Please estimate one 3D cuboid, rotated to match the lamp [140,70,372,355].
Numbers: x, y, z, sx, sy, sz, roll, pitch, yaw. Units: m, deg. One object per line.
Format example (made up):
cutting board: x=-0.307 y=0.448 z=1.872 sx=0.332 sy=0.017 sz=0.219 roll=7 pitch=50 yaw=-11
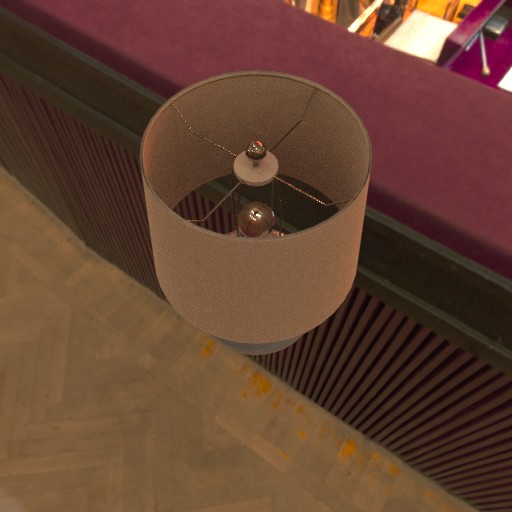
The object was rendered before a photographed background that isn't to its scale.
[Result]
lamp: x=0.000 y=0.000 z=0.559 sx=0.247 sy=0.387 sz=0.247 roll=0 pitch=59 yaw=0
